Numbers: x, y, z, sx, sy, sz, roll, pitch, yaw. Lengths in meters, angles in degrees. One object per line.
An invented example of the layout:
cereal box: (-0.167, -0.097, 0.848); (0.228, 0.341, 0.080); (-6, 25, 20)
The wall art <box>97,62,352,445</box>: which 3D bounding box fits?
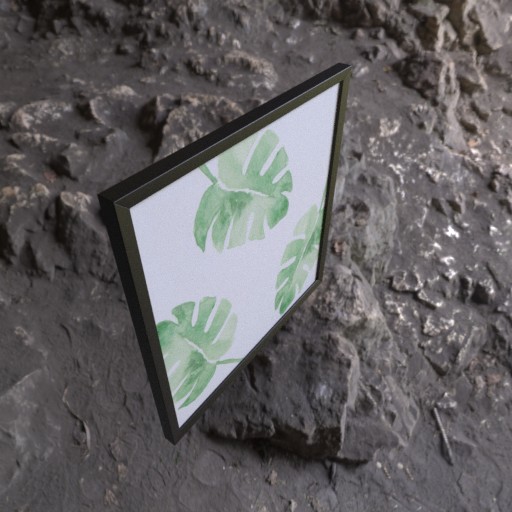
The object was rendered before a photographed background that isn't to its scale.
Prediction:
wall art: (0.000, 0.000, 1.150); (0.038, 0.765, 0.765); (26, 47, 27)
